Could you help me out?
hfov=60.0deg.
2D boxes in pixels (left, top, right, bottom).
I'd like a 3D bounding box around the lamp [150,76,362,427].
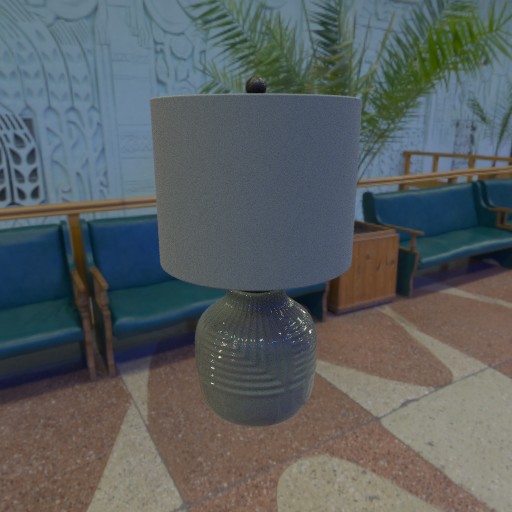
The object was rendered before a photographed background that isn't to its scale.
[{"bbox_3d":[0.000,0.000,0.751,0.318,0.567,0.318,0,17,0],"label":"lamp"}]
